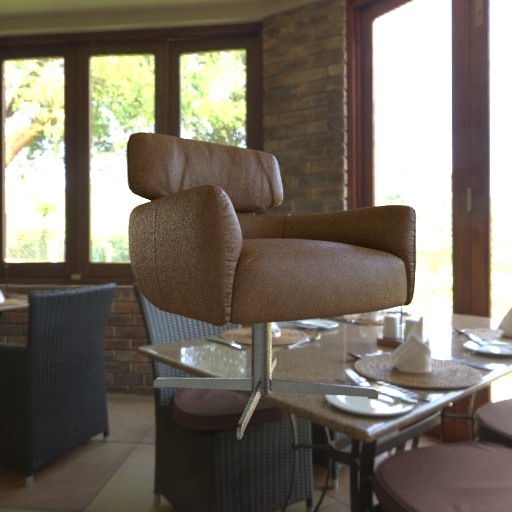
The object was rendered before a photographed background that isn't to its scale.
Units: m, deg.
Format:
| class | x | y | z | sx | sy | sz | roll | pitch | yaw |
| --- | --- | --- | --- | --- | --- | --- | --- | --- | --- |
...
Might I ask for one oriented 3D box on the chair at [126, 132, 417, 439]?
| class | x | y | z | sx | sy | sz | roll | pitch | yaw |
| --- | --- | --- | --- | --- | --- | --- | --- | --- | --- |
| chair | 0.000 | 0.000 | 1.336 | 0.706 | 0.812 | 0.715 | 0 | 0 | -36 |
